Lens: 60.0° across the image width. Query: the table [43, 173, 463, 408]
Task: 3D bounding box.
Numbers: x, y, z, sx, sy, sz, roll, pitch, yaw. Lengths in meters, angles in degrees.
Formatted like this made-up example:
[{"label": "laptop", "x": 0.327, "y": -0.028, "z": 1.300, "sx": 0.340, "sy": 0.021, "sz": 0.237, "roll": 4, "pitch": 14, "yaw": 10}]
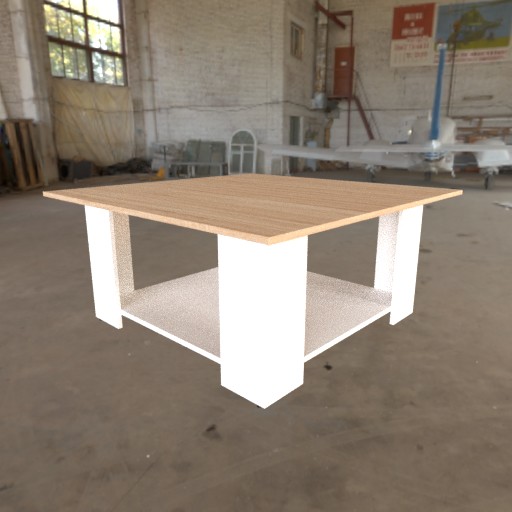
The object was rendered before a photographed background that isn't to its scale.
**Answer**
[{"label": "table", "x": 0.000, "y": 0.000, "z": 1.039, "sx": 0.670, "sy": 0.305, "sz": 0.670, "roll": 14, "pitch": 20, "yaw": 41}]
